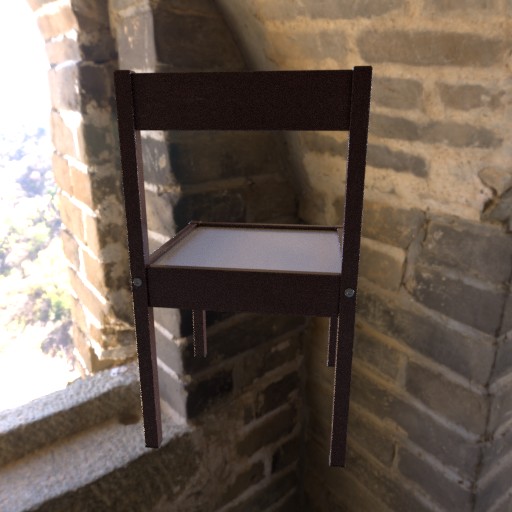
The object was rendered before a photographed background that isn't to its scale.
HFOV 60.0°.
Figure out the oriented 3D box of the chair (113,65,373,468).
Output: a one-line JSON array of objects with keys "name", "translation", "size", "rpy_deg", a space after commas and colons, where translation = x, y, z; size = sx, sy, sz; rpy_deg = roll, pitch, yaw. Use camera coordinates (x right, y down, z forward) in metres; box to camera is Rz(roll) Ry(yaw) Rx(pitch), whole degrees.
[{"name": "chair", "translation": [0.000, 0.000, 0.682], "size": [0.285, 0.505, 0.285], "rpy_deg": [2, 17, 8]}]
